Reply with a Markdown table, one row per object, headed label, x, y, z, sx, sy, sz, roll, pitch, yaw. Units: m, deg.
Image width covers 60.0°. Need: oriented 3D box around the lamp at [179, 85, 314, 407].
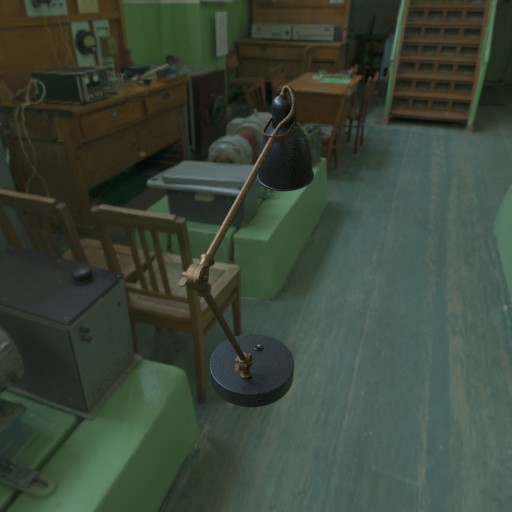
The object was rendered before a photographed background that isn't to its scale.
| label | x | y | z | sx | sy | sz | roll | pitch | yaw |
| --- | --- | --- | --- | --- | --- | --- | --- | --- | --- |
| lamp | 0.000 | 0.000 | 0.874 | 0.187 | 0.587 | 0.561 | 9 | 32 | 15 |
